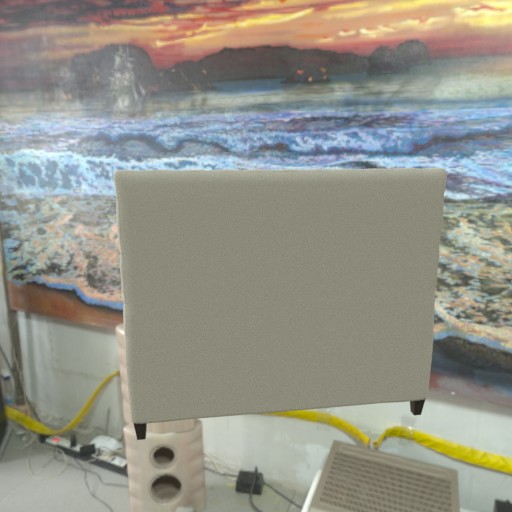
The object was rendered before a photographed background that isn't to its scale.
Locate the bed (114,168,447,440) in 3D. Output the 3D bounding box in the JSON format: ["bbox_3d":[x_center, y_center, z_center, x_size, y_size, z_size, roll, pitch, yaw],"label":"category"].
[{"bbox_3d":[0.000,0.000,3.455,1.698,1.427,2.387,-2,14,-8],"label":"bed"}]
